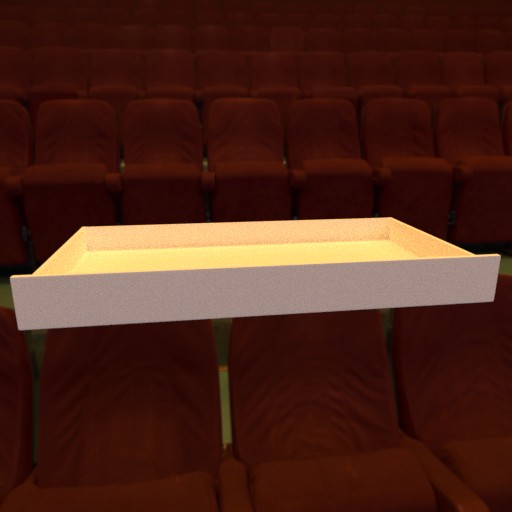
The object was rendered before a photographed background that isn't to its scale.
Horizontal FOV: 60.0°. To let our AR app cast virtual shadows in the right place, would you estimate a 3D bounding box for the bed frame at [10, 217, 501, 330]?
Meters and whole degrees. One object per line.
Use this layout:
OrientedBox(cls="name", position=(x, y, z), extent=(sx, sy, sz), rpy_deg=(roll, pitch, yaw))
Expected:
OrientedBox(cls="bed frame", position=(0.000, 0.000, 1.497), extent=(1.300, 0.141, 0.670), rpy_deg=(-2, 16, -8))
